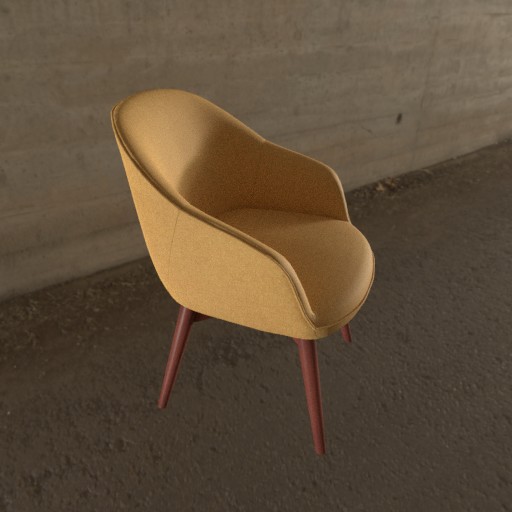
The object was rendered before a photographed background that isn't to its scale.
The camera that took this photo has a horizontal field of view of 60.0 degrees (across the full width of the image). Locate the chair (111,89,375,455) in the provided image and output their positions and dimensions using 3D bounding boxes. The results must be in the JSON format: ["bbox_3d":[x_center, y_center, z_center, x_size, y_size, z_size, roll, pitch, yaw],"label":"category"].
[{"bbox_3d":[0.000,0.000,1.216,0.635,0.823,0.596,10,31,16],"label":"chair"}]
